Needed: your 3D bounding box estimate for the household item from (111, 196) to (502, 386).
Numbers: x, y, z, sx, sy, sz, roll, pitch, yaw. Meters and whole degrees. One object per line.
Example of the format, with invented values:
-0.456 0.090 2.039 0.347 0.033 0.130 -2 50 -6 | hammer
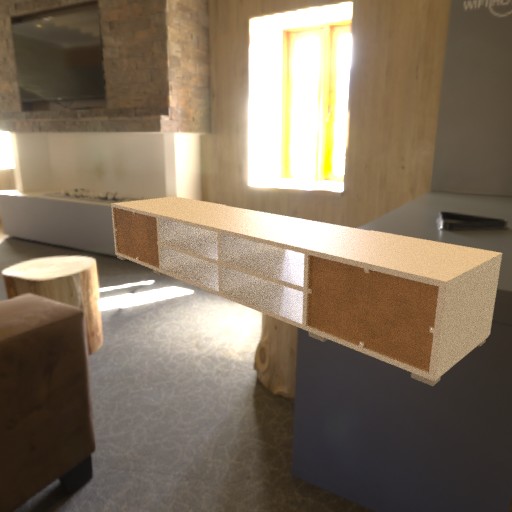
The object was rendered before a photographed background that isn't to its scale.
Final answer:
0.000 0.000 1.967 0.420 0.310 1.850 -14 21 -42 | household item
